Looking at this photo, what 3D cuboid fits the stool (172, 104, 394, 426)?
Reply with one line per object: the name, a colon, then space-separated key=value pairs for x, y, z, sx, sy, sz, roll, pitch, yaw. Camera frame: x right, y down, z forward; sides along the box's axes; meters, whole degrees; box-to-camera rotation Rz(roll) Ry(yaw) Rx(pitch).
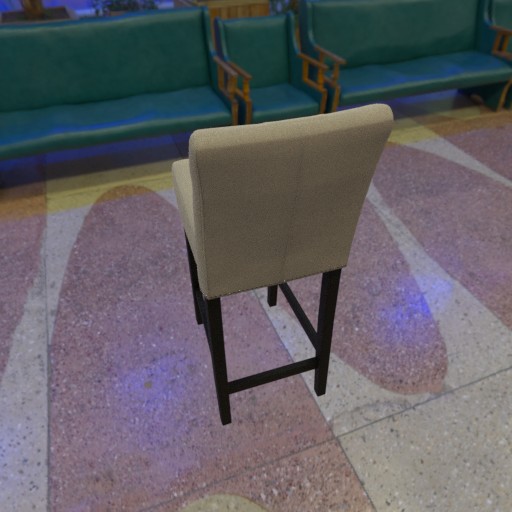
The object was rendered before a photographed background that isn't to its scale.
stool: x=0.000 y=0.000 z=1.324 sx=0.411 sy=1.047 sz=0.548 roll=-13 pitch=42 yaw=-14
